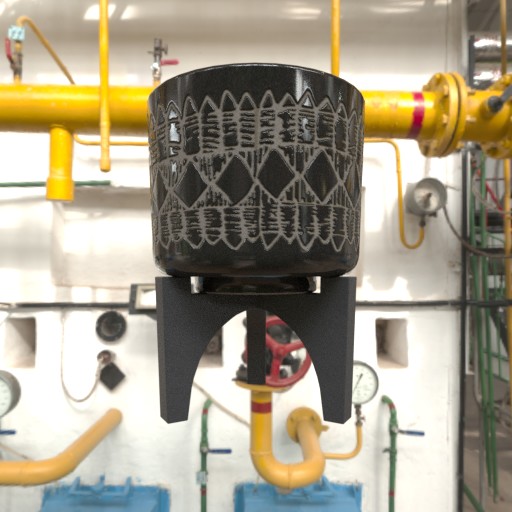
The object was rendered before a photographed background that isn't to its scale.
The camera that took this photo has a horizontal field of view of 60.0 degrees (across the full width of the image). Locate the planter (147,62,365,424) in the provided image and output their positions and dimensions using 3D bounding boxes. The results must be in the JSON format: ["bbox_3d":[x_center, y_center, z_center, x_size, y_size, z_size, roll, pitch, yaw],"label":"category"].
[{"bbox_3d":[0.000,0.000,0.267,0.129,0.177,0.129,0,-2,0],"label":"planter"}]
